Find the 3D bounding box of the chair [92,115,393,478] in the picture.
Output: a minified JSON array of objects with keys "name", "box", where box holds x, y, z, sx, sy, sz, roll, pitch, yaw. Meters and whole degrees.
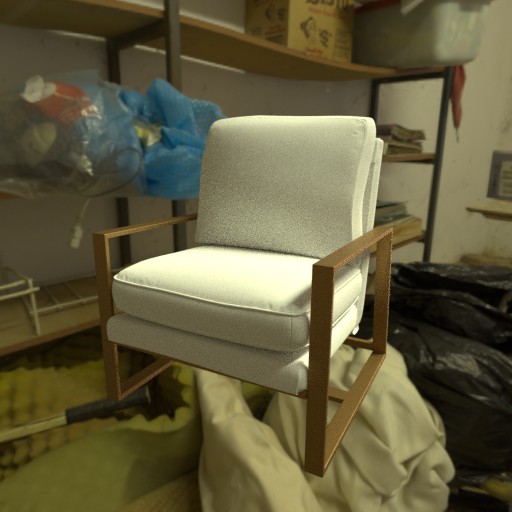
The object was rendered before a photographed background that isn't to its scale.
[{"name":"chair","box":[0.000,0.000,1.566,0.805,0.966,0.813,8,17,27]}]
